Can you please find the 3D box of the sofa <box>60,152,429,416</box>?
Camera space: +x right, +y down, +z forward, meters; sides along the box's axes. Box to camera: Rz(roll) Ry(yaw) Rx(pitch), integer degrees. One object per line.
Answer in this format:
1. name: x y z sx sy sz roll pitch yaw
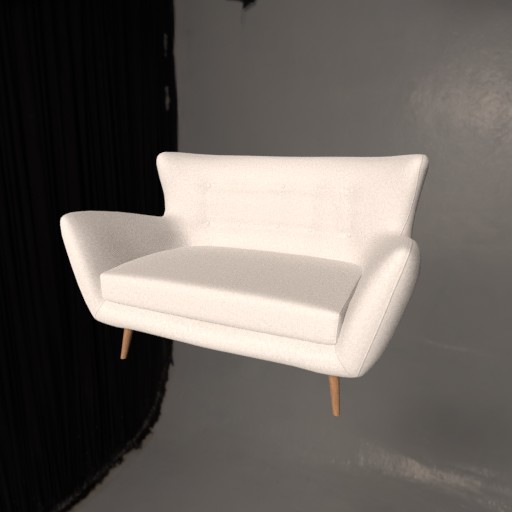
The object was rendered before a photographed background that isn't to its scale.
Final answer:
1. sofa: 0.000 0.000 1.956 1.424 0.878 0.921 7 16 25
